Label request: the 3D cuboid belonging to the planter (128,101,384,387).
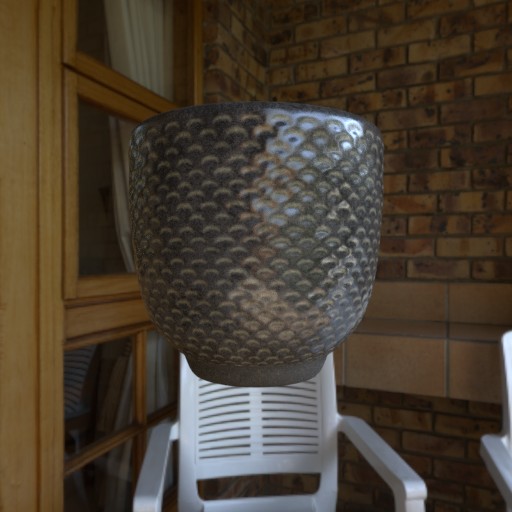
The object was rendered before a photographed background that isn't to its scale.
[{"bbox_3d":[0.000,0.000,0.311,0.172,0.160,0.172,0,0,0],"label":"planter"}]
